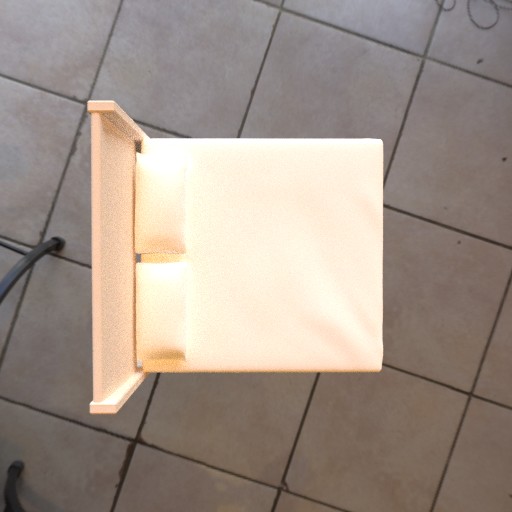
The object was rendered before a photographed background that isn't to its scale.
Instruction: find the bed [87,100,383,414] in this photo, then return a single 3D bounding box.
[{"bbox_3d":[0.000,0.000,3.752,2.293,1.471,2.145,0,91,0],"label":"bed"}]
